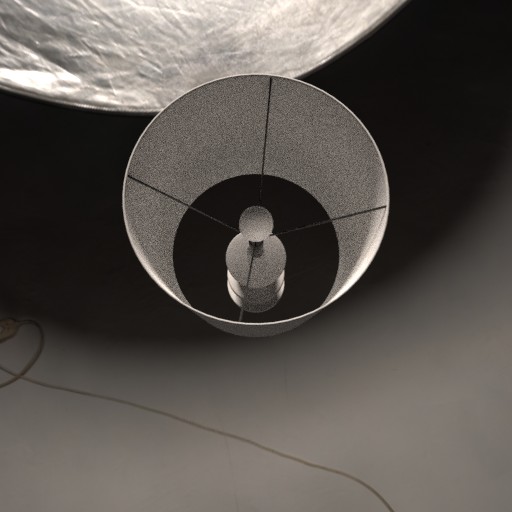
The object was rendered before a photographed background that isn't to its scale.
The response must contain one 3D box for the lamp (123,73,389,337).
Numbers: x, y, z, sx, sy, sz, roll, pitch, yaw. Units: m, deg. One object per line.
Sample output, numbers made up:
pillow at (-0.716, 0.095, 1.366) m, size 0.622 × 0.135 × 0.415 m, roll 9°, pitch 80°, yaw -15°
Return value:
lamp at (0.000, 0.000, 0.569) m, size 0.208 × 0.455 × 0.208 m, roll -13°, pitch 77°, yaw -3°
